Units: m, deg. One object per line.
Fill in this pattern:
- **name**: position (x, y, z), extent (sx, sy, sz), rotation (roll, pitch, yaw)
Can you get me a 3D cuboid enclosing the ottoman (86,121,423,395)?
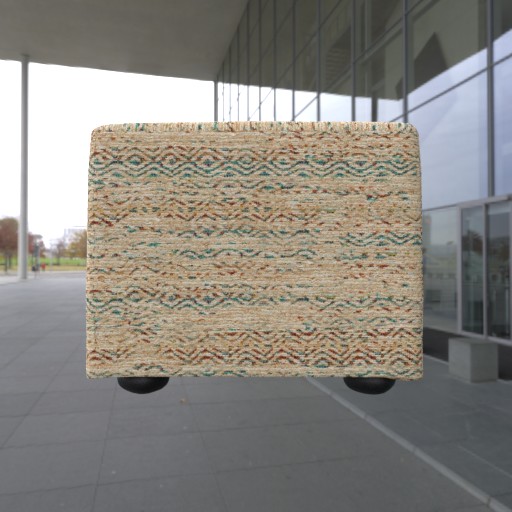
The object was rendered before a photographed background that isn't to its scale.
- **ottoman**: position (0.000, 0.000, 0.916), extent (0.521, 0.453, 0.512), rotation (0, -1, 0)
